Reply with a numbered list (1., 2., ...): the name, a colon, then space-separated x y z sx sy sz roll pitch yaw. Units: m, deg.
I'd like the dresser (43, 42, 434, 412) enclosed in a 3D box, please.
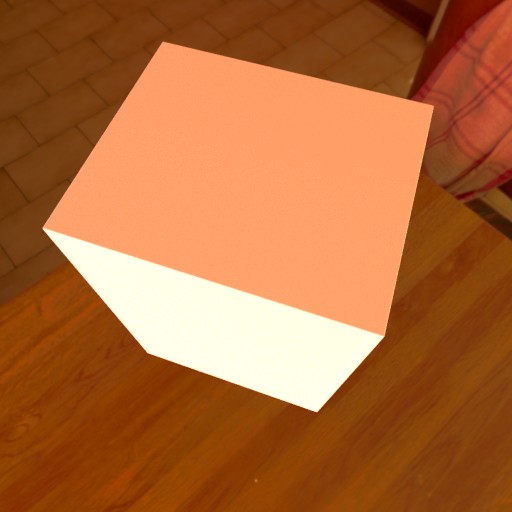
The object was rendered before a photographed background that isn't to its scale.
1. dresser: 0.000 0.000 0.810 0.400 0.560 0.360 17 64 8
